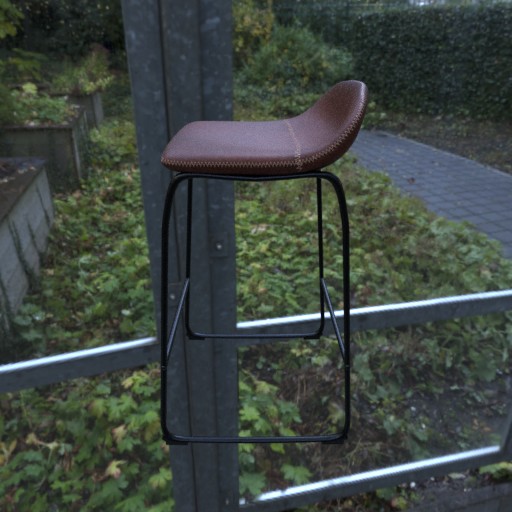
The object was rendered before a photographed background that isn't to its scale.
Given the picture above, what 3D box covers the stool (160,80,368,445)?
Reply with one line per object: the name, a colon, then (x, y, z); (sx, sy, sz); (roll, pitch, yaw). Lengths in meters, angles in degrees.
stool: (0.000, 0.000, 1.132); (0.473, 0.830, 0.454); (0, 26, 0)
